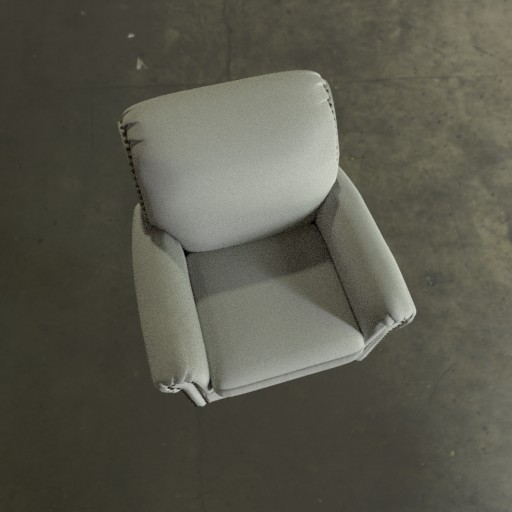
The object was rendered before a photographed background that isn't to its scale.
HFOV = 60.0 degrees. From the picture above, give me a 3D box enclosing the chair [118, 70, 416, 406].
[{"bbox_3d":[0.000,0.000,1.620,0.854,0.927,0.890,-14,64,-7],"label":"chair"}]
